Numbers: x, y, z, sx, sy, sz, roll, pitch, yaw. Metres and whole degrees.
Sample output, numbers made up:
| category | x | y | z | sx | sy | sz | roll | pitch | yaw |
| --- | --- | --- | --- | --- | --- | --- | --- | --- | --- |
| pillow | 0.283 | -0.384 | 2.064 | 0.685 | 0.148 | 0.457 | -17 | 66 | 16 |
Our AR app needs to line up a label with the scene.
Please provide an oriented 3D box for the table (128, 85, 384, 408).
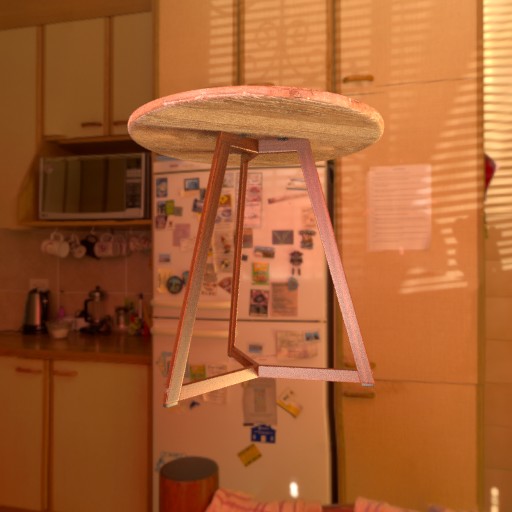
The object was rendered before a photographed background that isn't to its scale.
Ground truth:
| category | x | y | z | sx | sy | sz | roll | pitch | yaw |
| --- | --- | --- | --- | --- | --- | --- | --- | --- | --- |
| table | 0.000 | 0.000 | 0.899 | 0.500 | 0.500 | 0.500 | 0 | 0 | 0 |
